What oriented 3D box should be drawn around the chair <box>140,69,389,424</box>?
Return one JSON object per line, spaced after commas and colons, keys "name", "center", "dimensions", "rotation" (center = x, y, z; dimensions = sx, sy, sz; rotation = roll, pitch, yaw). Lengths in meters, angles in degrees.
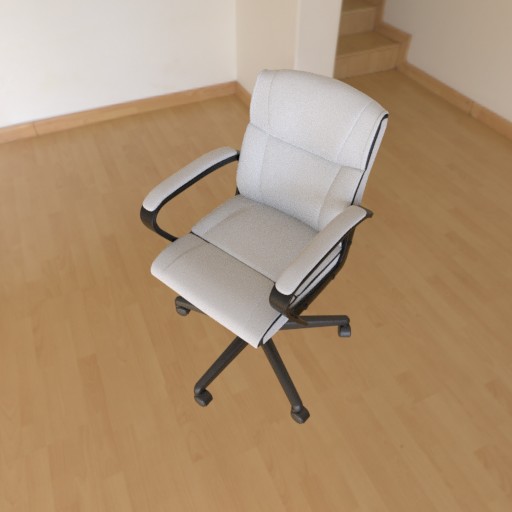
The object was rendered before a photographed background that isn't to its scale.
{"name": "chair", "center": [0.000, 0.000, 1.496], "dimensions": [0.739, 1.004, 0.717], "rotation": [31, 53, 27]}
